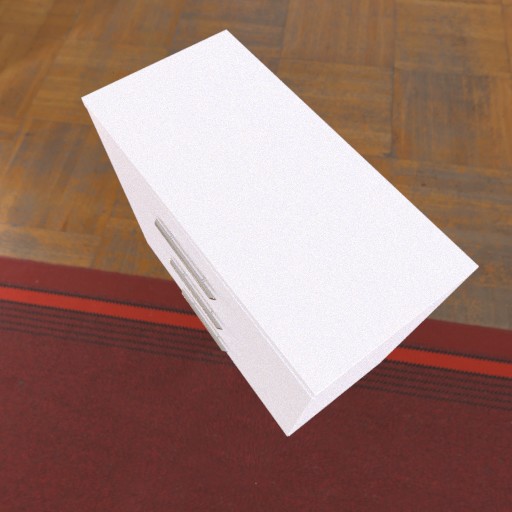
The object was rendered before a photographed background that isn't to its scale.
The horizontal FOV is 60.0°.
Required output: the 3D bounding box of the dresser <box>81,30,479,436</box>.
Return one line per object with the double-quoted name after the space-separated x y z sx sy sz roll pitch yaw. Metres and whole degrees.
0.000 0.000 1.248 0.420 0.740 0.830 -33 68 -16 "dresser"
